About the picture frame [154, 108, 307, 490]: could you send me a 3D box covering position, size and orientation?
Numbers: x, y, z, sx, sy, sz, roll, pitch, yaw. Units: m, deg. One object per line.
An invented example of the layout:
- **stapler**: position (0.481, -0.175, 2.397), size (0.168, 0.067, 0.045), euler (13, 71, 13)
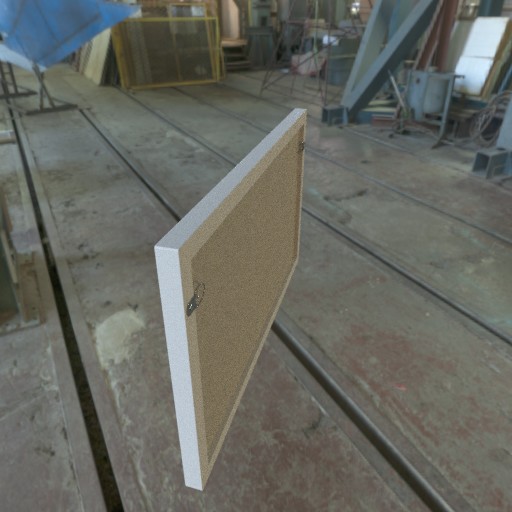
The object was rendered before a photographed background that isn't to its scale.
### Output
- **picture frame**: position (0.000, 0.000, 0.785), size (0.044, 0.379, 0.647), euler (8, 31, 14)
